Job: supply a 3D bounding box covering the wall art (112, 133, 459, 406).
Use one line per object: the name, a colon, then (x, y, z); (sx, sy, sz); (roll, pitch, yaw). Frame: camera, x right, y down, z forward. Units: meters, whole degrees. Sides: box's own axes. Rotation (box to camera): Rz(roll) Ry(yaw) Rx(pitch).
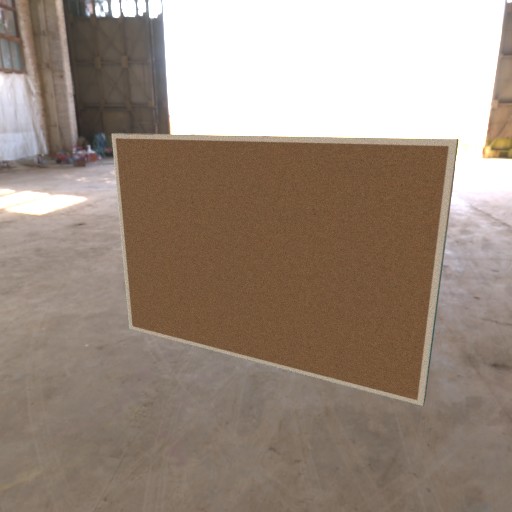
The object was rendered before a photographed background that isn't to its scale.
wall art: (0.000, 0.000, 1.466); (1.136, 0.769, 0.040); (8, 19, 26)
